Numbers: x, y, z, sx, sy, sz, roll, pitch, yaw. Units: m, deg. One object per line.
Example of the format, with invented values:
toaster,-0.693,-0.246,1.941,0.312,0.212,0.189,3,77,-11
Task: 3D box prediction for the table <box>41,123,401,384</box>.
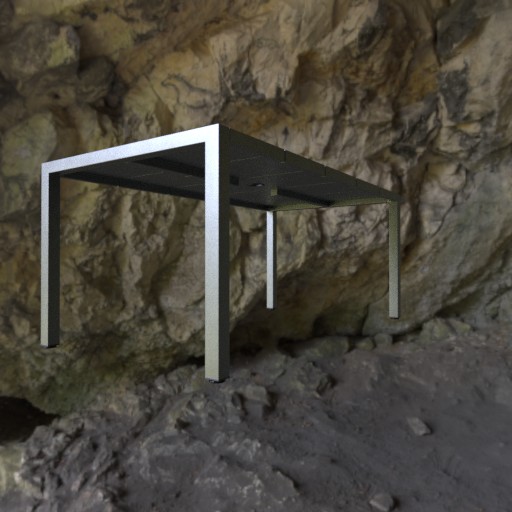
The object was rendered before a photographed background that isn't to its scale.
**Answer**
table,0.000,0.000,2.189,0.914,0.735,1.680,0,-1,35
